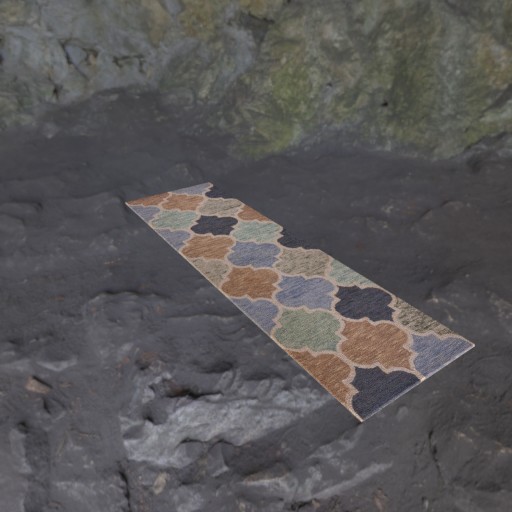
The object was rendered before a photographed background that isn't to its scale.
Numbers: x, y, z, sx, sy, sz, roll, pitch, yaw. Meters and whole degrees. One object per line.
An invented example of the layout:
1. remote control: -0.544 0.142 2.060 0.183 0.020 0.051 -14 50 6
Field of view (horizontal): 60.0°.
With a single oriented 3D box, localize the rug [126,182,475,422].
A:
1. rug: 0.000 0.000 2.527 0.687 0.011 2.287 -20 36 -29
